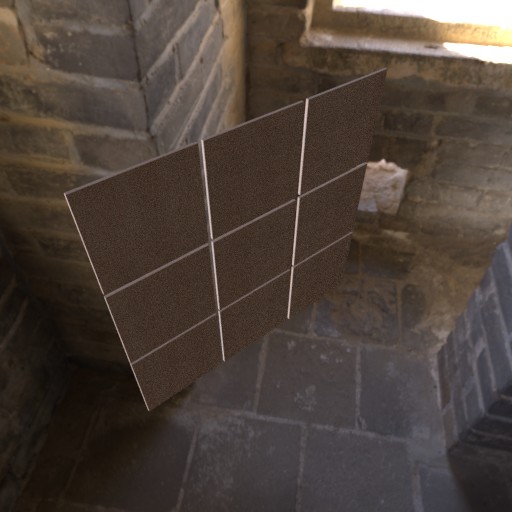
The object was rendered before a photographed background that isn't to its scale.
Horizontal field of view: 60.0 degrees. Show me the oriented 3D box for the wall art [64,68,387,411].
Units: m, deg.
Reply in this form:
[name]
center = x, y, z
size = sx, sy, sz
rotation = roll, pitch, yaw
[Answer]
[wall art]
center = 0.000, 0.000, 1.812
size = 1.219, 1.218, 0.013
rotation = -29, 53, -25
